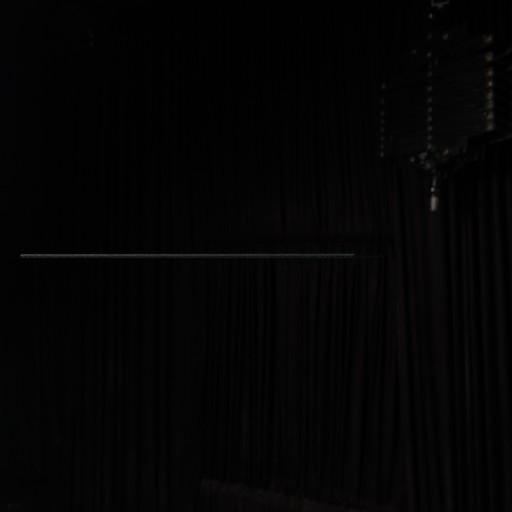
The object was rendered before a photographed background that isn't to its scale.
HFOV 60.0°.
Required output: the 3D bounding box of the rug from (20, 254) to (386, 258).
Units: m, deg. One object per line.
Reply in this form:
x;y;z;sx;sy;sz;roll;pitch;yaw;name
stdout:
0.000;0.000;2.865;1.528;0.014;2.294;0;0;19;rug
